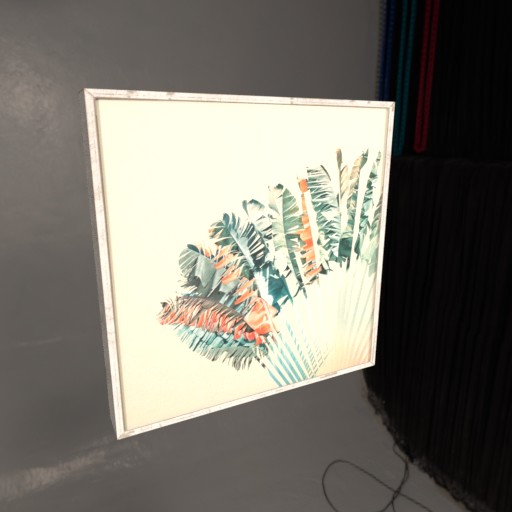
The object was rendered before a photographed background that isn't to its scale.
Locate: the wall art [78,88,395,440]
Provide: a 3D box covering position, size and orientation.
[{"bbox_3d":[0.000,0.000,0.450,0.305,0.303,0.038,-8,17,-26],"label":"wall art"}]
